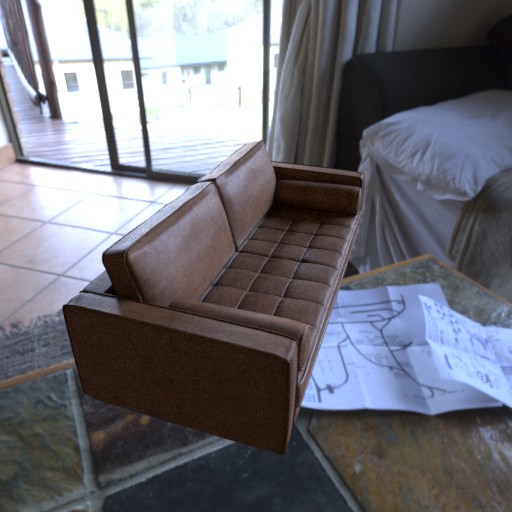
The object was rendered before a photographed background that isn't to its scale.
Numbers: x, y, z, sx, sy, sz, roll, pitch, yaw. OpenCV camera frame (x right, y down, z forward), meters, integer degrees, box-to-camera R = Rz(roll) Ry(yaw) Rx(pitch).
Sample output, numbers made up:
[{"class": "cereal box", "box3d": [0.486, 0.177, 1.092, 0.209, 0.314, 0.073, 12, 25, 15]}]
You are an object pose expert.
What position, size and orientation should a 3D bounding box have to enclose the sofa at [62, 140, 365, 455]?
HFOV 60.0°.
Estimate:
[{"class": "sofa", "box3d": [0.000, 0.000, 2.408, 0.924, 0.825, 1.920, 10, 31, 16]}]
